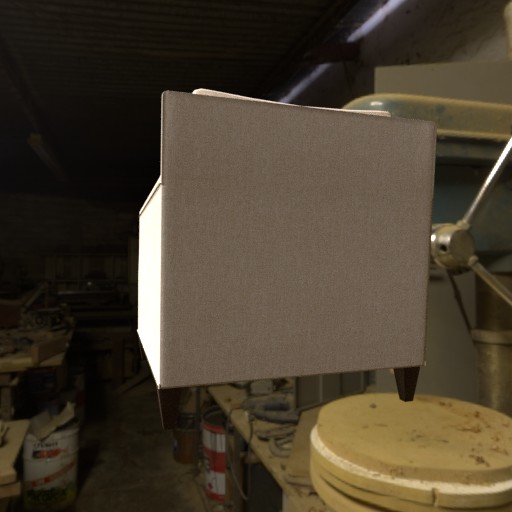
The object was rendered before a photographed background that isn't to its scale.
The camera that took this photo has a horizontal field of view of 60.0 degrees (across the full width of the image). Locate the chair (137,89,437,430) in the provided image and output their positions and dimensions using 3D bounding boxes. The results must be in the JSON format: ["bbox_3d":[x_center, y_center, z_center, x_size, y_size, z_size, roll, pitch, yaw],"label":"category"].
[{"bbox_3d":[0.000,0.000,1.718,0.838,0.940,1.041,0,-1,-18],"label":"chair"}]
